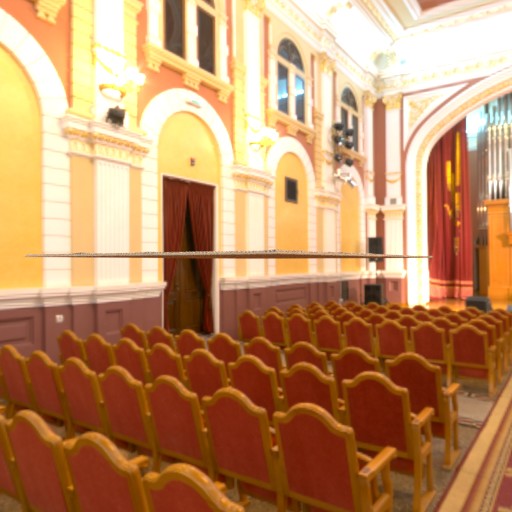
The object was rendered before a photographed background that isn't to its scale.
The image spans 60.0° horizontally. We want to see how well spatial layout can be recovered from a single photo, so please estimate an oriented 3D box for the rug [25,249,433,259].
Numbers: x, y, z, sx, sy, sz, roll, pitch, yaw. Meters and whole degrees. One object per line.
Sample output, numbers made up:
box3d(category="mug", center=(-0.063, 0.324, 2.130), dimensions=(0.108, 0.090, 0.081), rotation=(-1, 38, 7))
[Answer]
box3d(category="rug", center=(0.000, 0.000, 4.129), dimensions=(2.429, 0.030, 3.052), rotation=(0, -1, 35))
